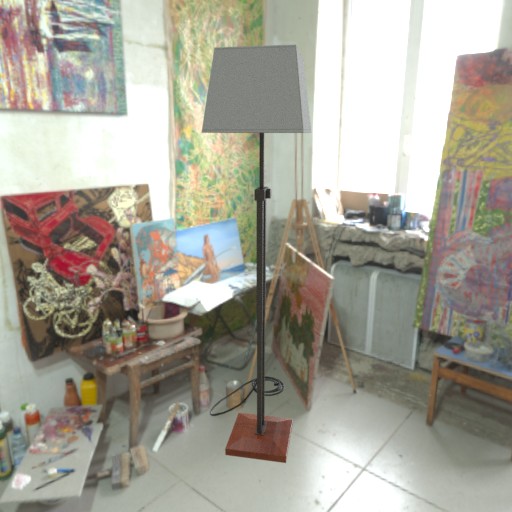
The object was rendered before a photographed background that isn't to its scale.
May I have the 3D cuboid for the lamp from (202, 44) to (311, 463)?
[{"bbox_3d":[0.000,0.000,2.047,0.472,1.712,0.745,3,16,11],"label":"lamp"}]
